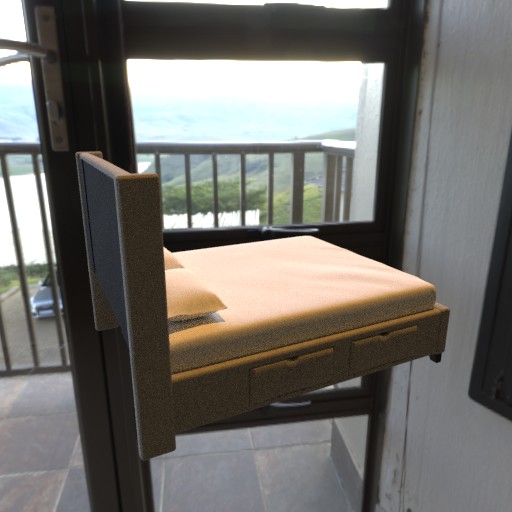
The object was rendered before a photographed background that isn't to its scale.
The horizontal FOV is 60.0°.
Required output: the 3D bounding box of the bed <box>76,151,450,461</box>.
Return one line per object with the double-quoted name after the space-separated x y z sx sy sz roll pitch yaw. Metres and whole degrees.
0.000 0.000 3.331 2.222 1.491 1.774 -8 19 -25 "bed"
